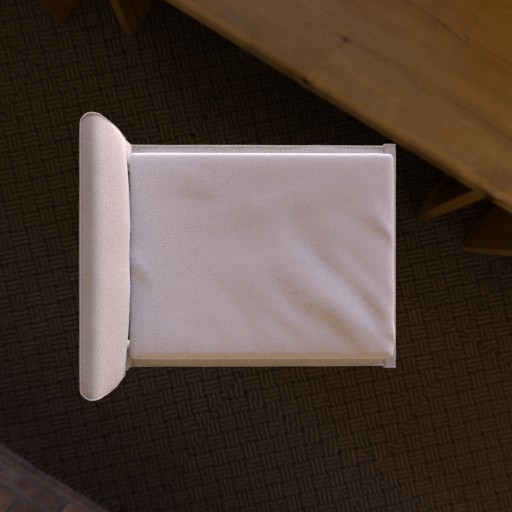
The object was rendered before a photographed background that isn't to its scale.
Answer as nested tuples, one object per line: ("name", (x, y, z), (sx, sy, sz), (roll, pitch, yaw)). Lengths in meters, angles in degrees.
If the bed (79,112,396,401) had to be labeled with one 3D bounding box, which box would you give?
("bed", (0.000, 0.000, 3.578), (2.498, 1.126, 1.980), (0, 90, -1))
